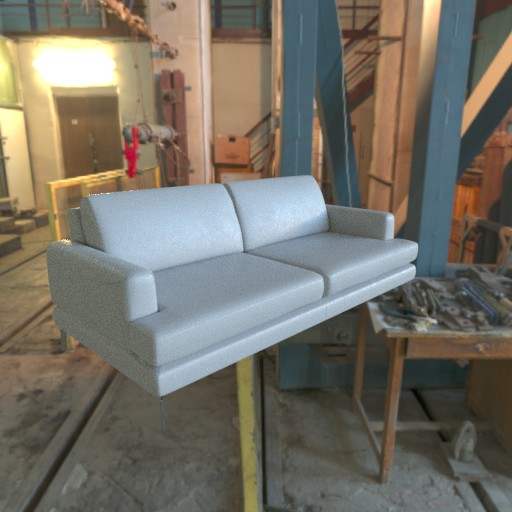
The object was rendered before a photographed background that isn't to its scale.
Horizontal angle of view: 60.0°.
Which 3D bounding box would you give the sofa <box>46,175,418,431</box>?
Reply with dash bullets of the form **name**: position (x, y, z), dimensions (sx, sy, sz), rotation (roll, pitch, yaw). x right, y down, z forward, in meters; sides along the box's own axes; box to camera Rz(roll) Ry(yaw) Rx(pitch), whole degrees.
- **sofa**: position (0.000, 0.000, 2.438), dimensions (0.974, 0.765, 1.940), rotation (14, 21, 43)
